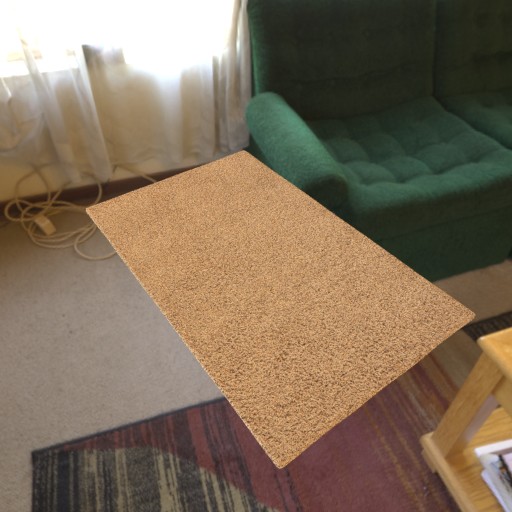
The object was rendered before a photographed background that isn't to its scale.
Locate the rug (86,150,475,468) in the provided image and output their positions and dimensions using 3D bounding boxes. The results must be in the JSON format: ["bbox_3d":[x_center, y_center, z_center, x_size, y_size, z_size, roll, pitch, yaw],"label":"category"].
[{"bbox_3d":[0.000,0.000,3.072,1.524,0.030,2.438,-27,49,-26],"label":"rug"}]
